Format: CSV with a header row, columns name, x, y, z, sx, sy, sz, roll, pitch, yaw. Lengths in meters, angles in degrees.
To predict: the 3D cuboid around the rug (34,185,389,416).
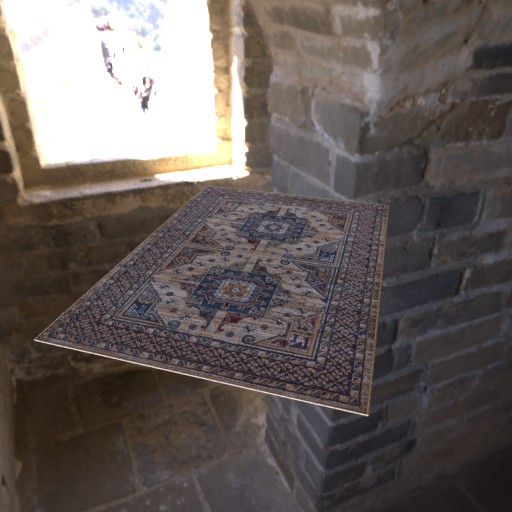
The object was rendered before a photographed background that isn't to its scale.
name,x,y,z,sx,sy,sz,roll,pitch,yaw
rug,0.000,0.000,2.903,1.611,0.008,2.227,8,31,14
